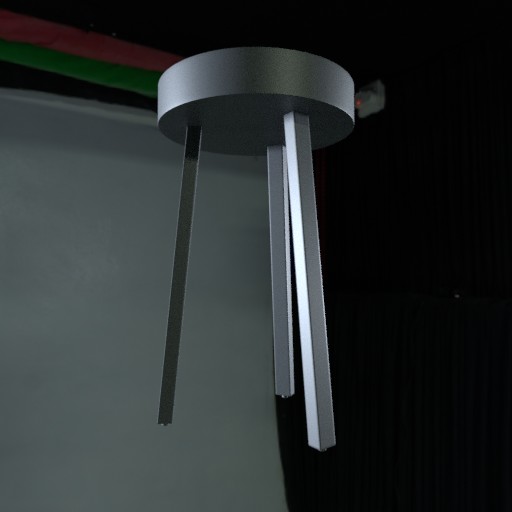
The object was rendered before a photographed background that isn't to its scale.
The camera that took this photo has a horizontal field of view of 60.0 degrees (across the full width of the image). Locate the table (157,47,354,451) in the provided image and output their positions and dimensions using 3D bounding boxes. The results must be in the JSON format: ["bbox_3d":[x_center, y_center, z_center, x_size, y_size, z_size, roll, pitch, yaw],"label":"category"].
[{"bbox_3d":[0.000,0.000,0.931,0.406,0.686,0.406,1,-2,-37],"label":"table"}]
